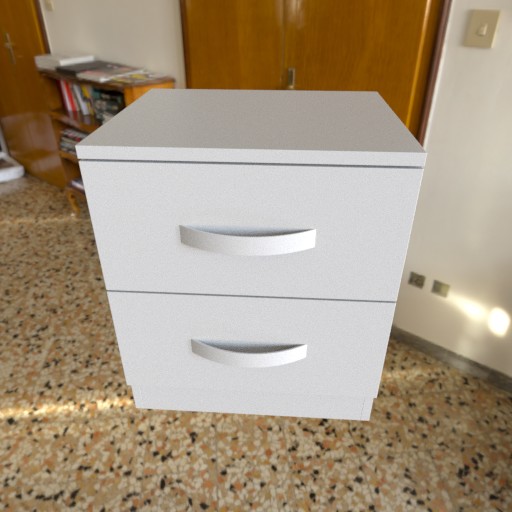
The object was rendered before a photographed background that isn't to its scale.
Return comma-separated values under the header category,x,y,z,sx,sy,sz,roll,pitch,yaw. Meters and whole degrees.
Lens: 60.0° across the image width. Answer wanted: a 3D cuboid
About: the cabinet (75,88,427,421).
category,x,y,z,sx,sy,sz,roll,pitch,yaw
cabinet,0.000,0.000,0.755,0.400,0.470,0.360,2,31,3
